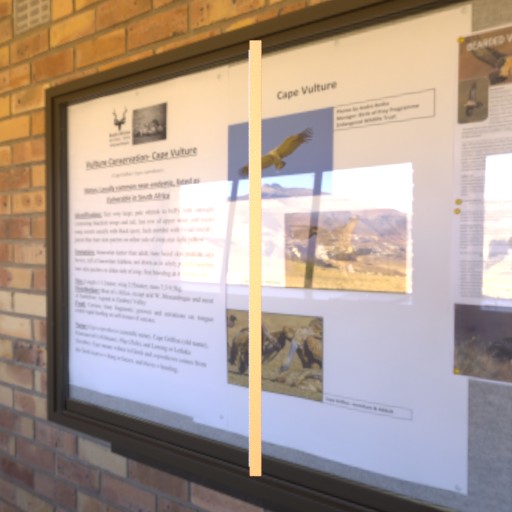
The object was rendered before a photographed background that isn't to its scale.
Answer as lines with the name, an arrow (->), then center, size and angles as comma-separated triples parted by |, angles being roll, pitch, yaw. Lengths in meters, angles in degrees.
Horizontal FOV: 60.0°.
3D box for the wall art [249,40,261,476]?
wall art -> 0.000, 0.000, 0.691 | 0.013, 0.455, 0.457 | 0, 1, 0
